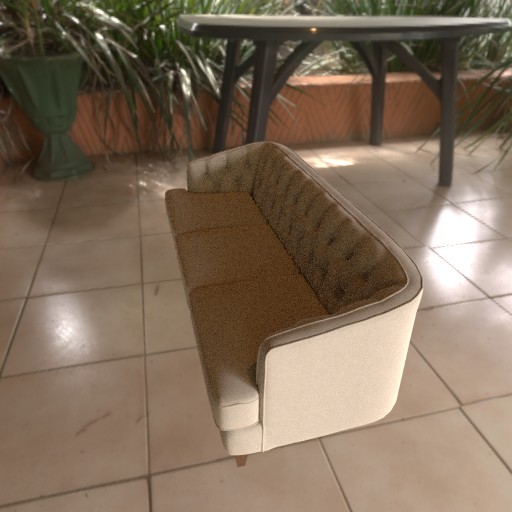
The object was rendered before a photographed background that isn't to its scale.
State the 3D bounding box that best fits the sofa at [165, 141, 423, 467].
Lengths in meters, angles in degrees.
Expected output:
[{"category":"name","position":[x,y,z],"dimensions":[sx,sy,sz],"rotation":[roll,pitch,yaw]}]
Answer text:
[{"category":"sofa","position":[0.000,0.000,2.723],"dimensions":[0.941,0.855,2.278],"rotation":[-8,31,-13]}]
